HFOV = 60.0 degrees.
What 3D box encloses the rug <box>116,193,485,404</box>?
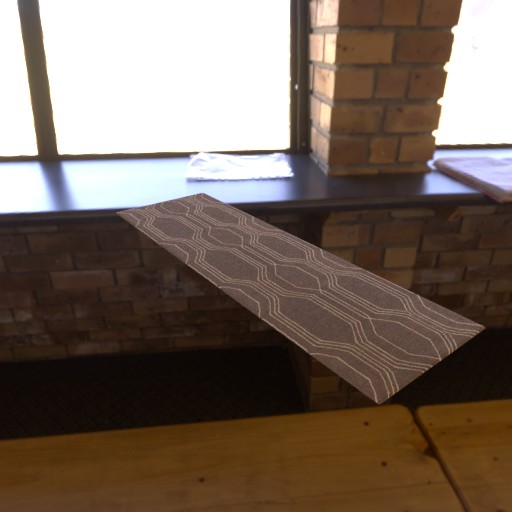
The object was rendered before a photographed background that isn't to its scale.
[{"bbox_3d":[0.000,0.000,2.703,0.773,0.012,2.464,-19,32,-33],"label":"rug"}]
